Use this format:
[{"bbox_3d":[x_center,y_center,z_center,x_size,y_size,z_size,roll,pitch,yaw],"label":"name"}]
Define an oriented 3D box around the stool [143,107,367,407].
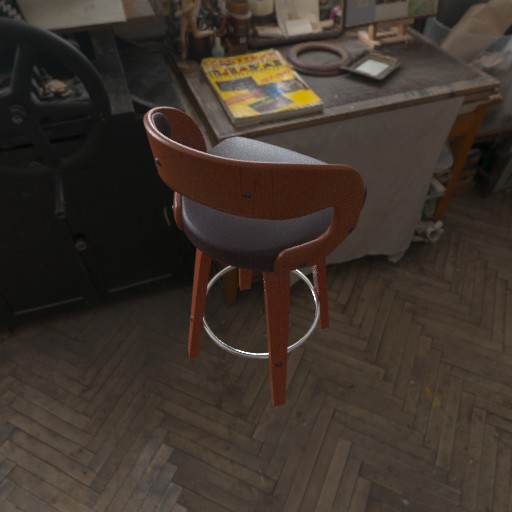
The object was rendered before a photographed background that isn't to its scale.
[{"bbox_3d":[0.000,0.000,1.206,0.457,0.940,0.457,24,52,20],"label":"stool"}]
